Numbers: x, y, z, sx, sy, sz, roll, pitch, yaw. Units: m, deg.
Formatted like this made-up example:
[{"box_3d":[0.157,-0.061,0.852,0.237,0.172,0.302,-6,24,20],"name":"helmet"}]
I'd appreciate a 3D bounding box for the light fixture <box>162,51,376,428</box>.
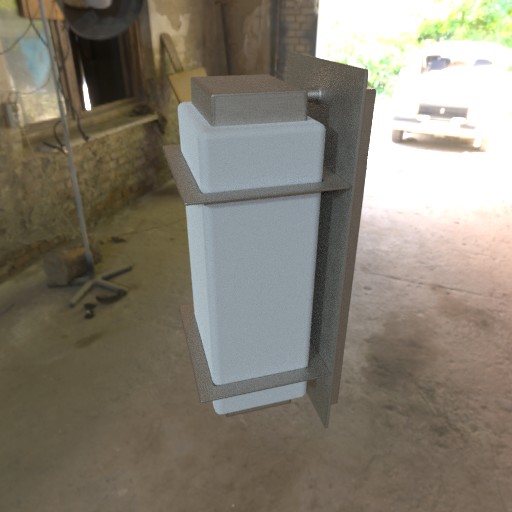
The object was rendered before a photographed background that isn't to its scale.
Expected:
[{"box_3d":[0.000,0.000,0.469,0.160,0.380,0.168,-8,30,-14],"name":"light fixture"}]
